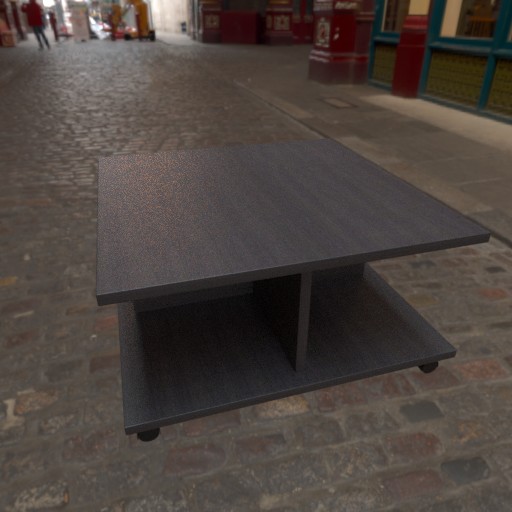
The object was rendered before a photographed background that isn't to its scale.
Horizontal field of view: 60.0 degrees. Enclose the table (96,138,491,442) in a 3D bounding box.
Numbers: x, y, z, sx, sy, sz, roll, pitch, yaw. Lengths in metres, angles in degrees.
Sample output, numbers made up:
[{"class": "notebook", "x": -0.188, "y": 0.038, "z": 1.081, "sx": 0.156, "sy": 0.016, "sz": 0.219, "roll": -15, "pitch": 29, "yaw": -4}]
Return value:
[{"class": "table", "x": 0.000, "y": 0.000, "z": 1.212, "sx": 0.762, "sy": 0.396, "sz": 0.762, "roll": -9, "pitch": 31, "yaw": -15}]
